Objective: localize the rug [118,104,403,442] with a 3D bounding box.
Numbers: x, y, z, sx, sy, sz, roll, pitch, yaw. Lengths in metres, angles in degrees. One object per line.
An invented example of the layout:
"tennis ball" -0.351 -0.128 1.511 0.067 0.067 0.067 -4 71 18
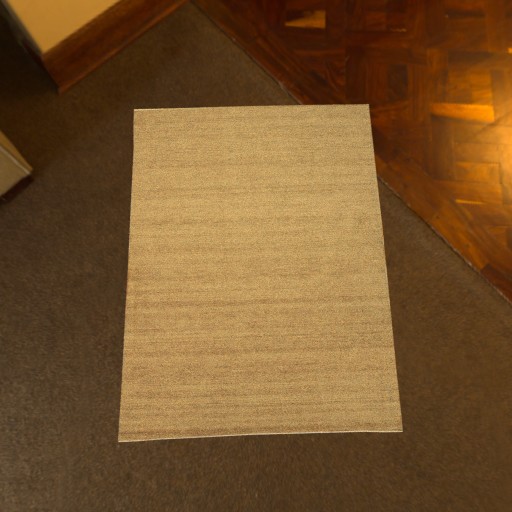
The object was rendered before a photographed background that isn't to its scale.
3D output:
"rug" 0.000 0.000 4.174 2.434 0.045 3.202 -1 75 0
